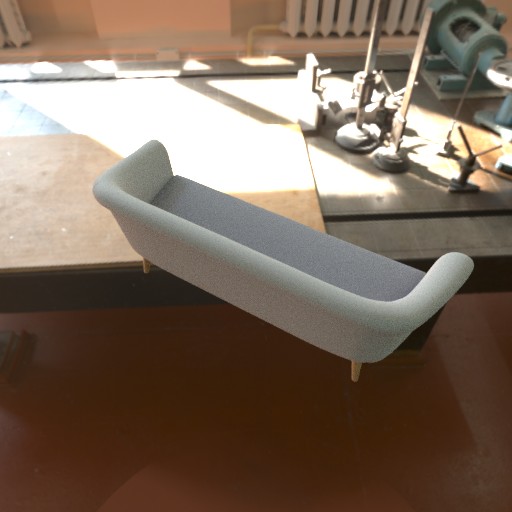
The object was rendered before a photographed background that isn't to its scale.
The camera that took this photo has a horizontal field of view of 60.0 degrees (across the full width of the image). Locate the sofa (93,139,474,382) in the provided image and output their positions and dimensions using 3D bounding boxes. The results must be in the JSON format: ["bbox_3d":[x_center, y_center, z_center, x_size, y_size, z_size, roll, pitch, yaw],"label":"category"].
[{"bbox_3d":[0.000,0.000,2.572,2.160,0.795,0.827,24,51,21],"label":"sofa"}]
